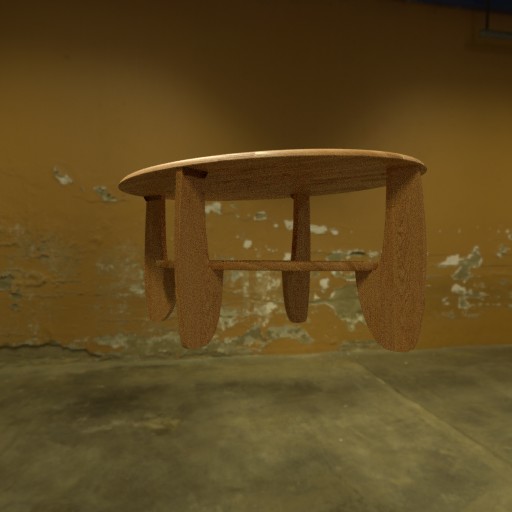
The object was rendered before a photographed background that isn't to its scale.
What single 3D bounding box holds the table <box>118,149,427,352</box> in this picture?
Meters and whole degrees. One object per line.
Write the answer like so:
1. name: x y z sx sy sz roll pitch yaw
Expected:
1. table: 0.000 0.000 1.407 1.040 0.490 0.690 0 0 36
